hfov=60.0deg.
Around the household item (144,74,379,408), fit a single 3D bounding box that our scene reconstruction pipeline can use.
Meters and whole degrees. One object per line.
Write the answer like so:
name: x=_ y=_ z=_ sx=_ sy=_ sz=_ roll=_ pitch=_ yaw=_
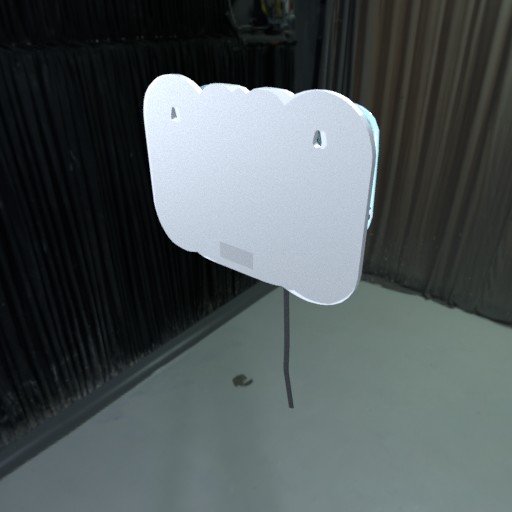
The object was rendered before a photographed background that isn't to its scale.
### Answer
household item: x=0.000 y=0.000 z=0.393 sx=0.211 sy=0.294 sz=0.042 roll=20 pitch=34 yaw=32
